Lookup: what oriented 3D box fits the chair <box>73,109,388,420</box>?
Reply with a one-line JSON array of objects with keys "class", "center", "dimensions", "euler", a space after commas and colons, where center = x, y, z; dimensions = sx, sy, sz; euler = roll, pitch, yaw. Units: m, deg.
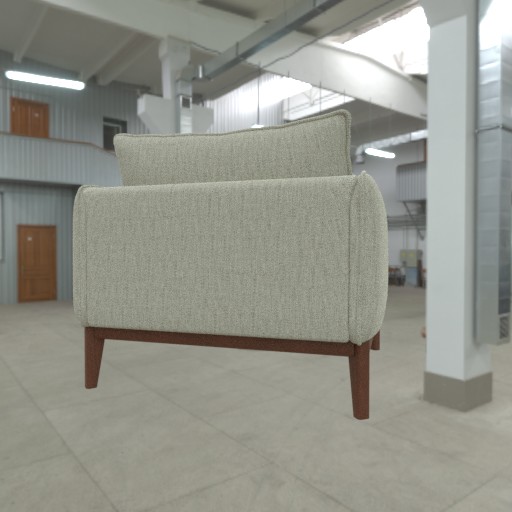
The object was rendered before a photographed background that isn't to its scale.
[{"class": "chair", "center": [0.000, 0.000, 1.738], "dimensions": [0.994, 0.855, 0.991], "euler": [0, 1, 17]}]
